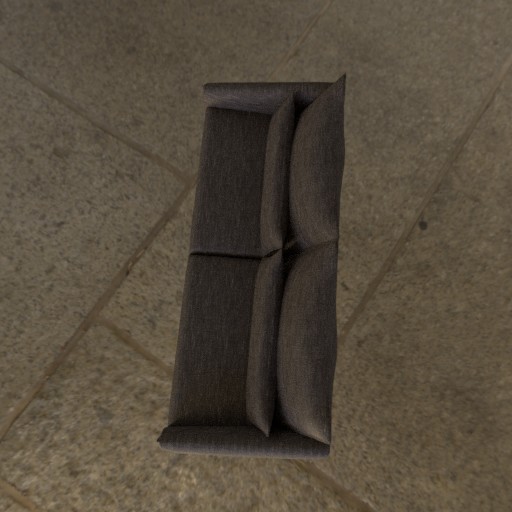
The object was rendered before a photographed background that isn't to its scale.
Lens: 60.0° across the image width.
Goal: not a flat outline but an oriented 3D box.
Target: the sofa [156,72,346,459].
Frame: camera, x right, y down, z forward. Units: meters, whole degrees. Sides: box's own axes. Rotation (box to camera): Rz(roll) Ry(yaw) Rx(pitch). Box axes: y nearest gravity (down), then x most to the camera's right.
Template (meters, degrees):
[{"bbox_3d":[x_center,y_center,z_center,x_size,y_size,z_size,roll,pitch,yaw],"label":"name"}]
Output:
[{"bbox_3d":[0.000,0.000,2.368,0.807,0.843,2.019,5,77,1],"label":"sofa"}]
